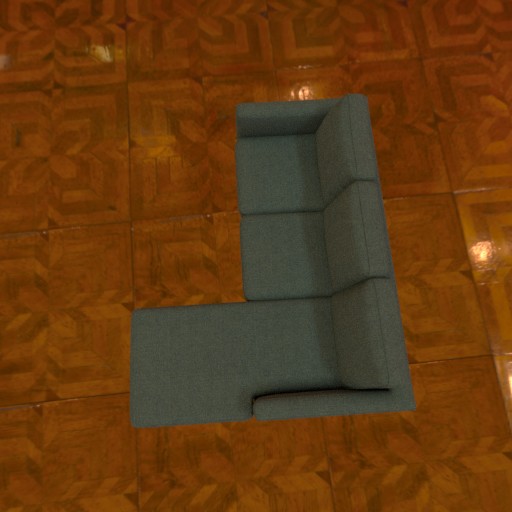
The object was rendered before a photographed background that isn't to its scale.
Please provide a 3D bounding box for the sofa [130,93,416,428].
[{"bbox_3d":[0.000,0.000,2.949,1.667,0.957,2.055,-4,74,-1],"label":"sofa"}]
